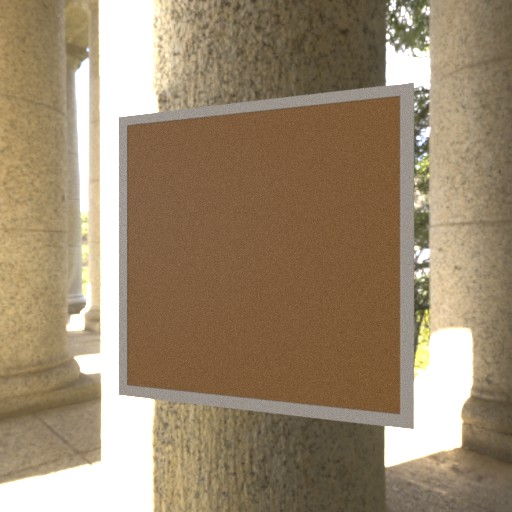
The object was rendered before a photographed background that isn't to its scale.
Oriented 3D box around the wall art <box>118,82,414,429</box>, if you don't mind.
[{"bbox_3d":[0.000,0.000,0.454,0.305,0.305,0.038,0,0,18],"label":"wall art"}]
